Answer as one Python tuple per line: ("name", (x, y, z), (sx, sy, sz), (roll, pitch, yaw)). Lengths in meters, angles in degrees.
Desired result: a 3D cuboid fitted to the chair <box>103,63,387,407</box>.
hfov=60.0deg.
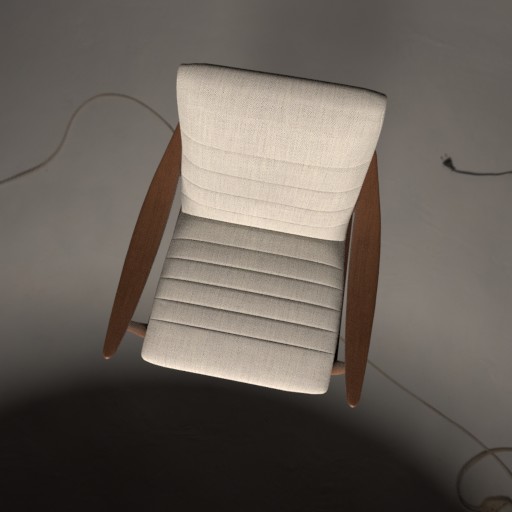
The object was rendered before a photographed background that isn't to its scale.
("chair", (0.000, 0.000, 1.441), (0.741, 0.832, 0.798), (10, 76, 3))
